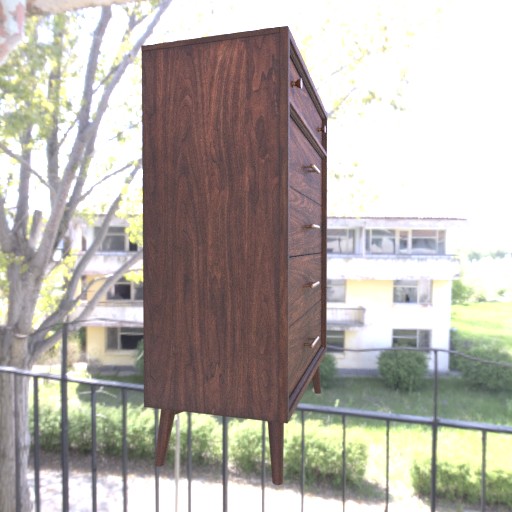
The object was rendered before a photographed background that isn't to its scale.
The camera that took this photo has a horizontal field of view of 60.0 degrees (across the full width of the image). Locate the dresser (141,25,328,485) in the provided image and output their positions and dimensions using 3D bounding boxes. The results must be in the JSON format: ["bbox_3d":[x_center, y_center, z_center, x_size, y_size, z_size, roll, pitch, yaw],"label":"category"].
[{"bbox_3d":[0.000,0.000,1.807,0.498,1.365,0.919,0,2,16],"label":"dresser"}]
